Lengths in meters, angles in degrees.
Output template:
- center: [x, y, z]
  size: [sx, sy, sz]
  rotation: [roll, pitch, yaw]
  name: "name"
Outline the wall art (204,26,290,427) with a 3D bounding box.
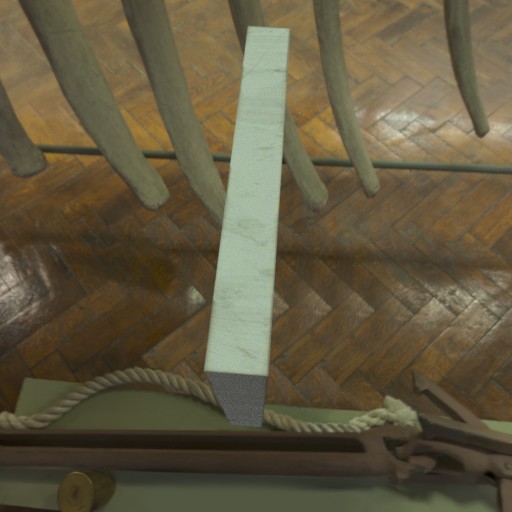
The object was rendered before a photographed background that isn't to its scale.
- center: [0.000, 0.000, 0.462]
  size: [0.038, 0.303, 0.305]
  rotation: [4, 64, 2]
  name: "wall art"
